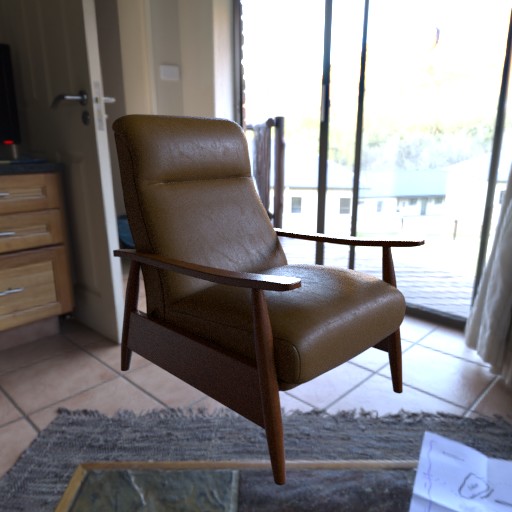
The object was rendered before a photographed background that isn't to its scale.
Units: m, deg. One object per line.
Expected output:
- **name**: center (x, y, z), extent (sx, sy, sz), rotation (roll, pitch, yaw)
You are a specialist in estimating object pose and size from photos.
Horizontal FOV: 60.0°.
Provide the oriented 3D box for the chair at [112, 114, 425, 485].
- **chair**: center (0.000, 0.000, 1.738), extent (0.762, 1.082, 1.014), rotation (-14, 20, -43)
